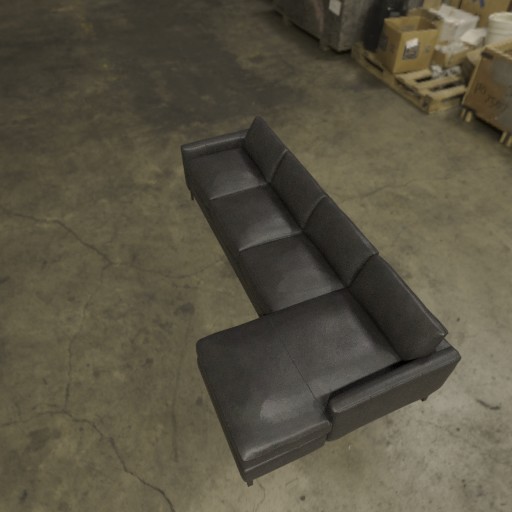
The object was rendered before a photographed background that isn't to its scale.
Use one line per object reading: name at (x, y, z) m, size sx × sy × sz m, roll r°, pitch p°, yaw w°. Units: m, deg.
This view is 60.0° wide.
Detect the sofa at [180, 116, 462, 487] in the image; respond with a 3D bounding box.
sofa at (0.000, 0.000, 3.607) m, size 1.471 × 0.859 × 2.993 m, roll -18°, pitch 49°, yaw -16°
